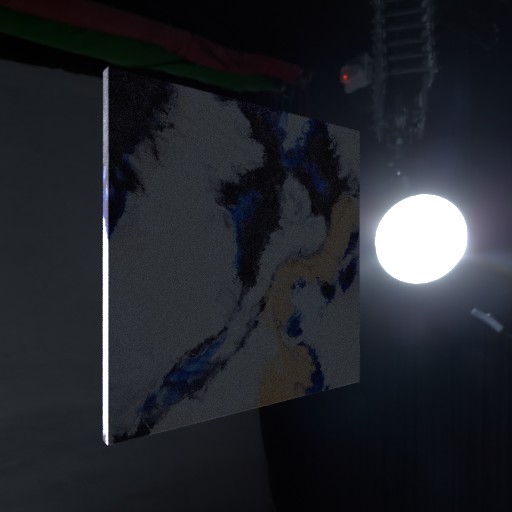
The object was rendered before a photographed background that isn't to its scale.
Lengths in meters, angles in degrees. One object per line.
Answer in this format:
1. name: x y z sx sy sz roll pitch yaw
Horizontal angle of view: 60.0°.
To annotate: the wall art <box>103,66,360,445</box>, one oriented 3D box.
1. wall art: 0.000 0.000 1.311 0.887 0.885 0.038 0 0 -37
